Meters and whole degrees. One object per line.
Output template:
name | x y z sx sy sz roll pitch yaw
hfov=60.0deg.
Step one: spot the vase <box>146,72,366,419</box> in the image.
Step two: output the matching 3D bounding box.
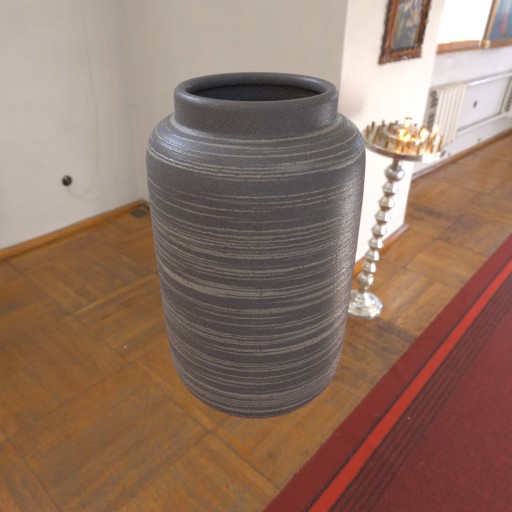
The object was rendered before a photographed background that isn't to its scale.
vase | 0.000 0.000 0.681 0.297 0.499 0.297 0 31 0
